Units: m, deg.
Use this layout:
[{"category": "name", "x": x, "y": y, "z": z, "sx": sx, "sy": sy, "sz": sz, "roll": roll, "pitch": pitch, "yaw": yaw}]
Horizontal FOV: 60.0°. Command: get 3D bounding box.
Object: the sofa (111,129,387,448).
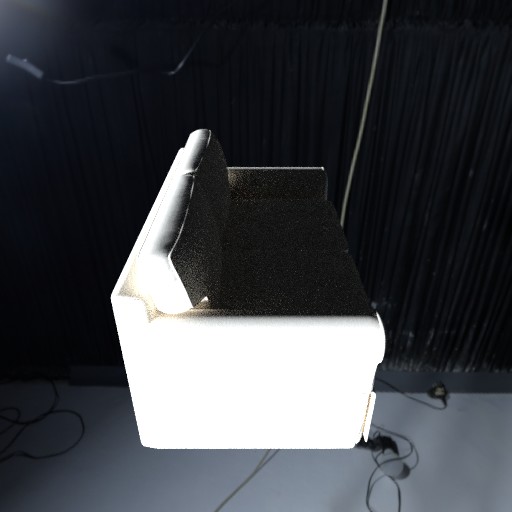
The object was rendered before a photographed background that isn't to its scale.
[{"category": "sofa", "x": 0.000, "y": 0.000, "z": 2.352, "sx": 0.991, "sy": 0.940, "sz": 1.727, "roll": 0, "pitch": 31, "yaw": 0}]
